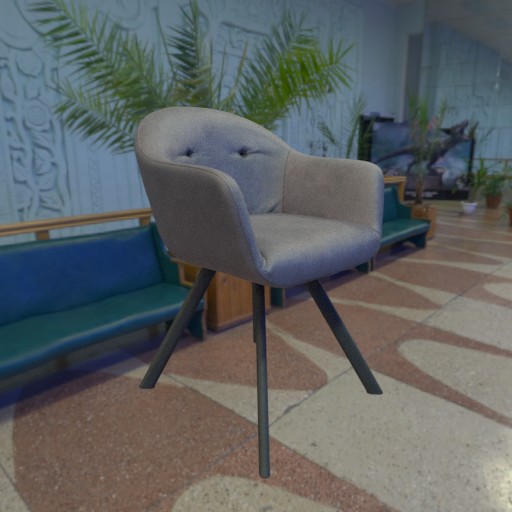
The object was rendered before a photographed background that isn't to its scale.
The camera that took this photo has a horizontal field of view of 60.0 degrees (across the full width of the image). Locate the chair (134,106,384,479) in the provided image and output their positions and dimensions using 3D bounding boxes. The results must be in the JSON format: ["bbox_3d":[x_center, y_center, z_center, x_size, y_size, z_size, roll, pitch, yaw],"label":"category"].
[{"bbox_3d":[0.000,0.000,1.179,0.567,0.781,0.544,-14,20,-43],"label":"chair"}]
